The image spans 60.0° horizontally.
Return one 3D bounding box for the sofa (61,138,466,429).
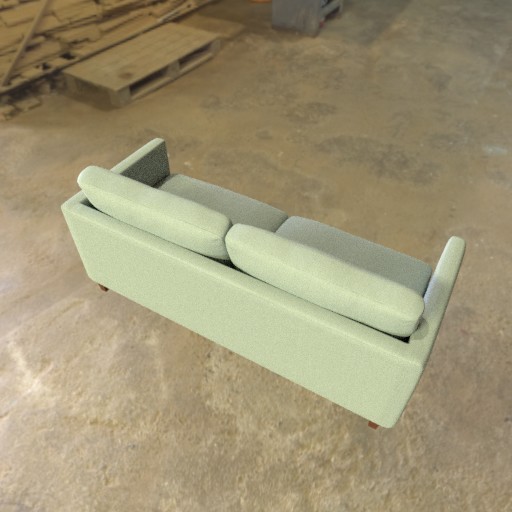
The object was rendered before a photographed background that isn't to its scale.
[{"bbox_3d":[0.000,0.000,2.740,2.208,0.965,0.951,22,49,20],"label":"sofa"}]
